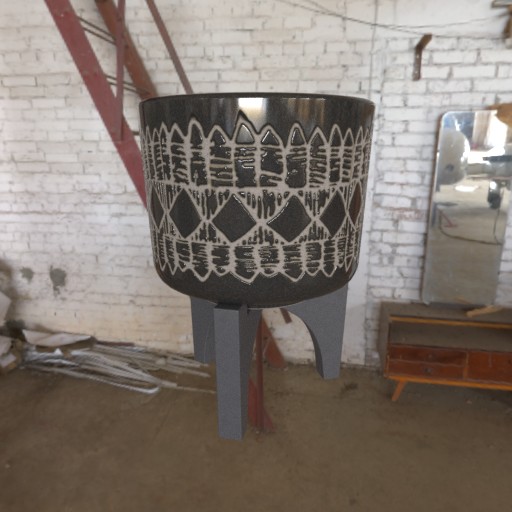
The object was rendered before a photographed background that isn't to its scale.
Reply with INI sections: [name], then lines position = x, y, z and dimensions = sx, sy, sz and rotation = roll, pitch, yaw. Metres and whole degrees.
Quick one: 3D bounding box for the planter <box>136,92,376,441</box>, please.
[planter]
position = 0.000, 0.000, 0.407
dimensions = 0.196, 0.264, 0.196
rotation = 14, 20, 42
